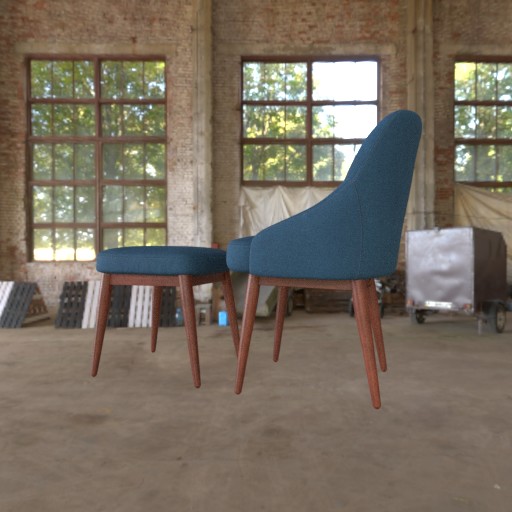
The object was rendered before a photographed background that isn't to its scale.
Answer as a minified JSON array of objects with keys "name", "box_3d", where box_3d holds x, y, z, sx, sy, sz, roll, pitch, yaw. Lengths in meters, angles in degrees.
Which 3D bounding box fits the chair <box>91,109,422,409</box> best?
[{"name":"chair","box_3d":[0.000,0.000,1.594,1.114,0.866,0.584,0,1,19]}]
